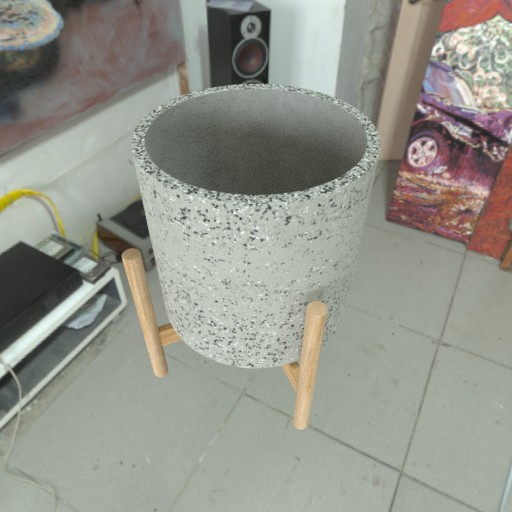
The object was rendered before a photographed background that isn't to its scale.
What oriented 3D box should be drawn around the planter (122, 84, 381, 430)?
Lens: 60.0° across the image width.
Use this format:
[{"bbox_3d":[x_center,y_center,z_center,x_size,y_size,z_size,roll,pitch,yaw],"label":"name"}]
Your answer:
[{"bbox_3d":[0.000,0.000,0.691,0.360,0.419,0.360,-1,43,-1],"label":"planter"}]
